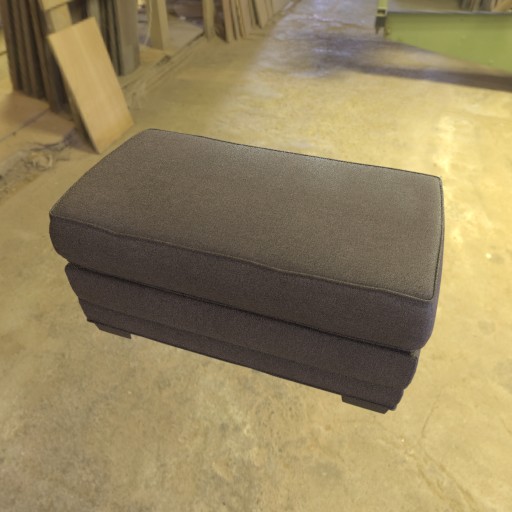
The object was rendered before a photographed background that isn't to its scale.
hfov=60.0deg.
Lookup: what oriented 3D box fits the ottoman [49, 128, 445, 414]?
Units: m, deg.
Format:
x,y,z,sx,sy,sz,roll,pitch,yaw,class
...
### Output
x,y,z,sx,sy,sz,roll,pitch,yaw,class
0.000,0.000,1.166,0.864,0.448,0.490,13,43,14,ottoman
